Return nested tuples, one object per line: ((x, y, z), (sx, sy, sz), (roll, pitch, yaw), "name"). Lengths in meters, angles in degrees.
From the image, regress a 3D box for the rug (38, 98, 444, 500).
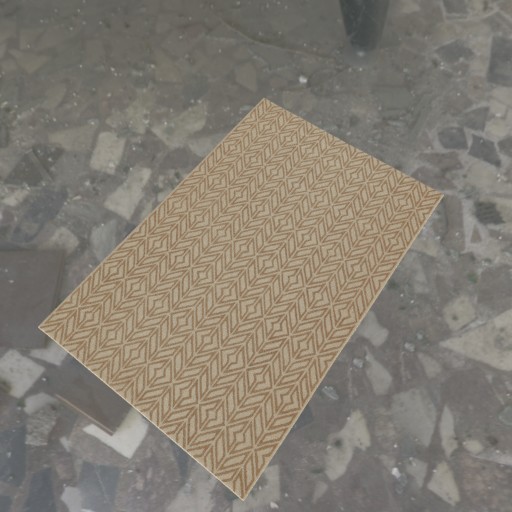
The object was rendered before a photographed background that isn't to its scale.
((0.000, 0.000, 2.266), (1.220, 0.007, 1.828), (33, 68, 15), "rug")
